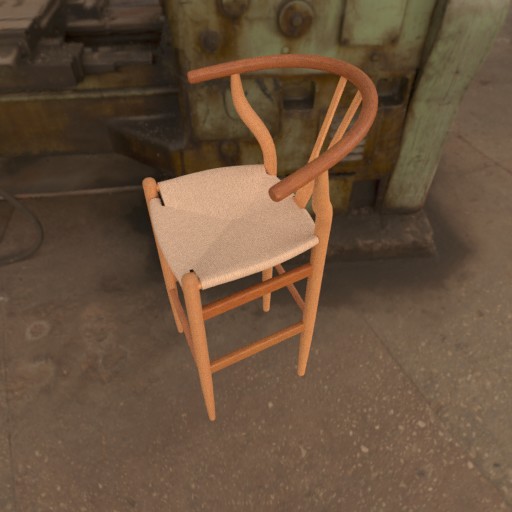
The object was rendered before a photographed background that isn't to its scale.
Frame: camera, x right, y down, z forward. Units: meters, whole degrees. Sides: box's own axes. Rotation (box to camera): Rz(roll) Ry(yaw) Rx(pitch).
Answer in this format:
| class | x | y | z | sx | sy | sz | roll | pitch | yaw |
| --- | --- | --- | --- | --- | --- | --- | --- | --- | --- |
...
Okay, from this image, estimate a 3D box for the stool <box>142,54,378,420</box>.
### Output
| class | x | y | z | sx | sy | sz | roll | pitch | yaw |
| --- | --- | --- | --- | --- | --- | --- | --- | --- | --- |
| stool | 0.000 | 0.000 | 1.371 | 0.561 | 1.068 | 0.574 | -17 | 49 | -16 |
